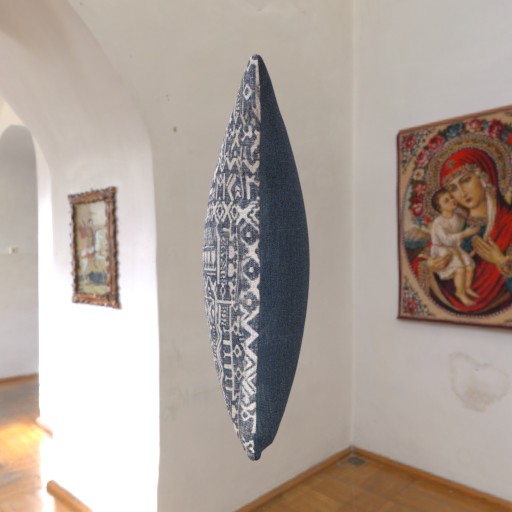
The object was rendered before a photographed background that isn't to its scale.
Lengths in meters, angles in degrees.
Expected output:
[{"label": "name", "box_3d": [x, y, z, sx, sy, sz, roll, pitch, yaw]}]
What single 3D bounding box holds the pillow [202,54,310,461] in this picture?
[{"label": "pillow", "box_3d": [0.000, 0.000, 0.782, 0.180, 0.487, 0.546, 0, 1, 0]}]
